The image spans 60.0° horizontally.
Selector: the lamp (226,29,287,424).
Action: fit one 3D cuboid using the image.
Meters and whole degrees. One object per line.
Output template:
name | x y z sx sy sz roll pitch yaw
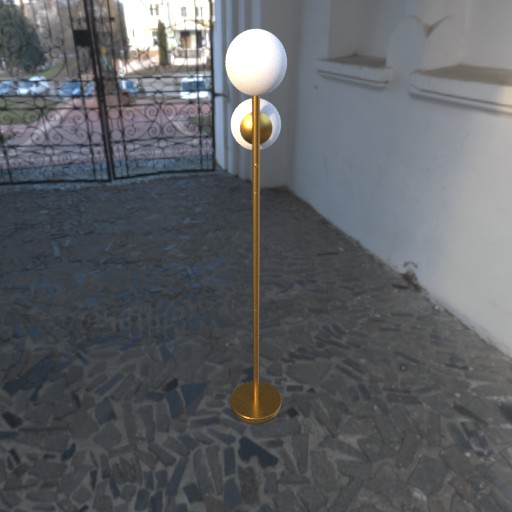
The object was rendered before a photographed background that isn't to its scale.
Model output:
lamp | 0.000 0.000 1.801 0.249 1.641 0.419 0 27 0
